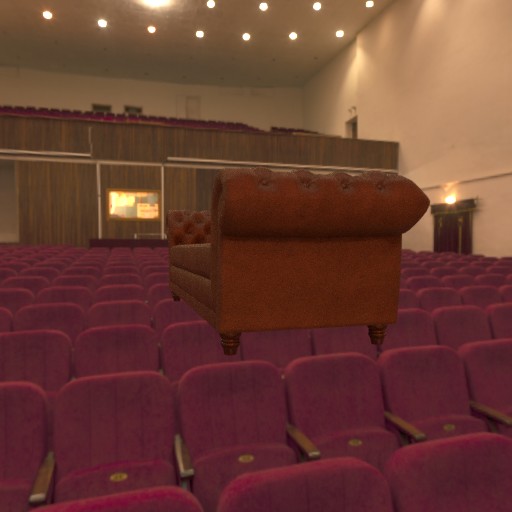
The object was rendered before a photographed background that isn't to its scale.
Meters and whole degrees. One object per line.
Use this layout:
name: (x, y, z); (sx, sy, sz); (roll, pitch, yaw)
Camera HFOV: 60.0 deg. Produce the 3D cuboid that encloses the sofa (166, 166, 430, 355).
sofa: (0.000, 0.000, 2.858); (0.944, 0.783, 2.385); (0, 1, -17)
